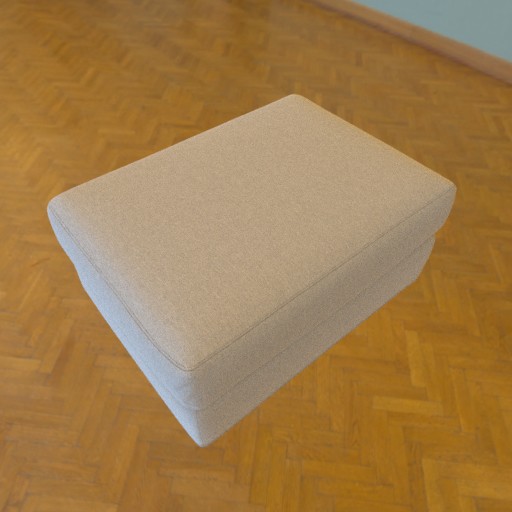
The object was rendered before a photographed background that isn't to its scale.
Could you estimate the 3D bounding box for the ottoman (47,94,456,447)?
[{"bbox_3d":[0.000,0.000,1.128,0.773,0.497,0.574,-32,55,-25],"label":"ottoman"}]
